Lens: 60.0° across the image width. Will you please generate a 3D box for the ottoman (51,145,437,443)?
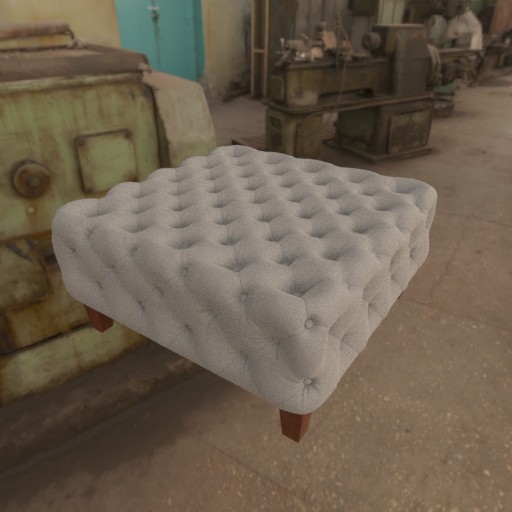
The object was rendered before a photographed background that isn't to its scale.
[{"bbox_3d":[0.000,0.000,1.456,0.911,0.439,0.917,19,35,29],"label":"ottoman"}]
